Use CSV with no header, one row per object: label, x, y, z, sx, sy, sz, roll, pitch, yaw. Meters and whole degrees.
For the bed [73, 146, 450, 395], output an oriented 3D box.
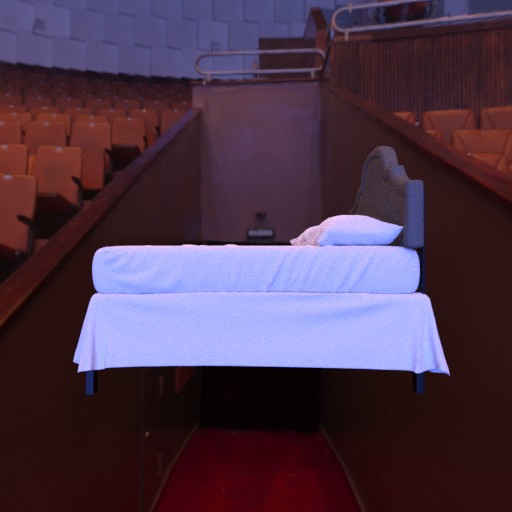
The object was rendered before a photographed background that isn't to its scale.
bed,0.000,0.000,3.365,2.222,1.634,1.780,0,-1,-1
